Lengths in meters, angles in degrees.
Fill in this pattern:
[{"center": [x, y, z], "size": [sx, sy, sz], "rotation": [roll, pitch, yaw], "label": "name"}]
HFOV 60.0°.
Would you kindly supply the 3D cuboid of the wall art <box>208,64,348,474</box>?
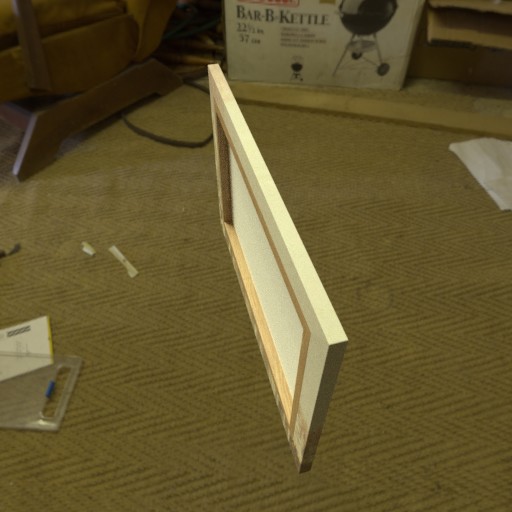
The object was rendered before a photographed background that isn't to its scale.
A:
[{"center": [0.000, 0.000, 1.444], "size": [0.041, 0.758, 1.142], "rotation": [-11, 49, -10], "label": "wall art"}]
